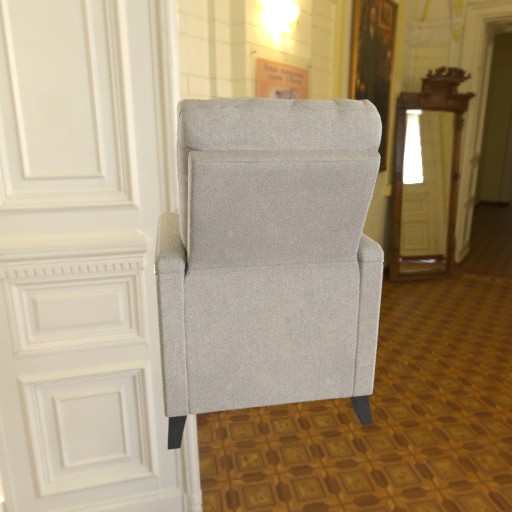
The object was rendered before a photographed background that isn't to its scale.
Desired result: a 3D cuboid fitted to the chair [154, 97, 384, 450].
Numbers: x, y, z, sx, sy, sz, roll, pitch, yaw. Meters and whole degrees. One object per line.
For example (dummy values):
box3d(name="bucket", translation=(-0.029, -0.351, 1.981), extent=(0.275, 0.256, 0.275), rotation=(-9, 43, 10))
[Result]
box3d(name="chair", translation=(0.000, 0.000, 1.628), extent=(0.710, 1.049, 0.922), rotation=(-3, 15, -10))
